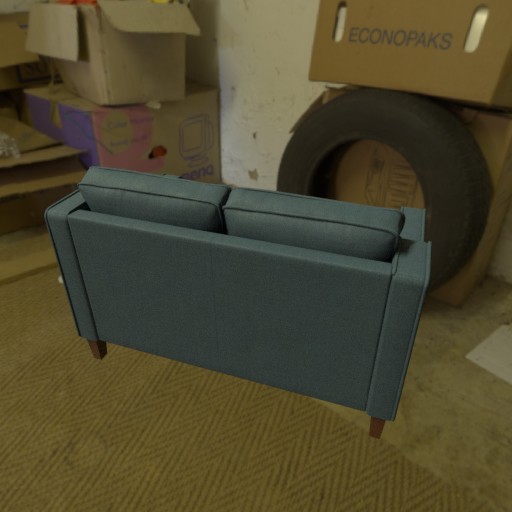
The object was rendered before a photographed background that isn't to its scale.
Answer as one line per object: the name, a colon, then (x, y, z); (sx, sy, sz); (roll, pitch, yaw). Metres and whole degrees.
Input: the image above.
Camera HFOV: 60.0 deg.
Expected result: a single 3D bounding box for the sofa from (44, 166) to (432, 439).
sofa: (0.000, 0.000, 2.164); (1.501, 0.971, 0.987); (10, 33, 17)
